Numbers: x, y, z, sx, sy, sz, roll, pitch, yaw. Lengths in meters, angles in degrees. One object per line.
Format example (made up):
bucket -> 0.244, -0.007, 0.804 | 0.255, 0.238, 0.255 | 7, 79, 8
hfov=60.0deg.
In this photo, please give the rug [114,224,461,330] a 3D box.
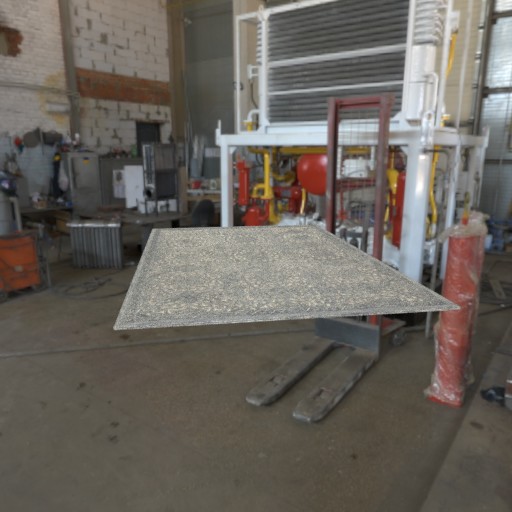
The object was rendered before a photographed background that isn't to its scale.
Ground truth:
rug -> 0.000, 0.000, 2.381 | 1.208, 0.012, 1.819 | -2, 14, -9
